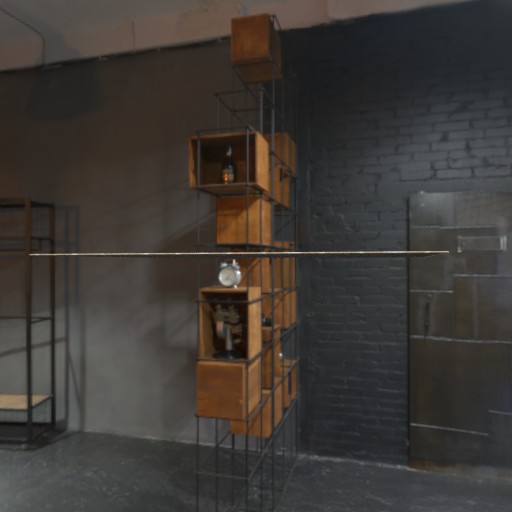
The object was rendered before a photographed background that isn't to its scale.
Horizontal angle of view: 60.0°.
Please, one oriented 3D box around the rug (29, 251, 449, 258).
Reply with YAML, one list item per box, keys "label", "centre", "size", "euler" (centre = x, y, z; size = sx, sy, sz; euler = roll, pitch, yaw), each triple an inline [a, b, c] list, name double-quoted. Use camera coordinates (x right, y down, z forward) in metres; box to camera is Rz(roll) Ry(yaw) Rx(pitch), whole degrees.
- label: "rug"
  centre: [0.000, 0.000, 4.483]
  size: [3.353, 0.010, 2.438]
  euler: [0, -1, 18]
